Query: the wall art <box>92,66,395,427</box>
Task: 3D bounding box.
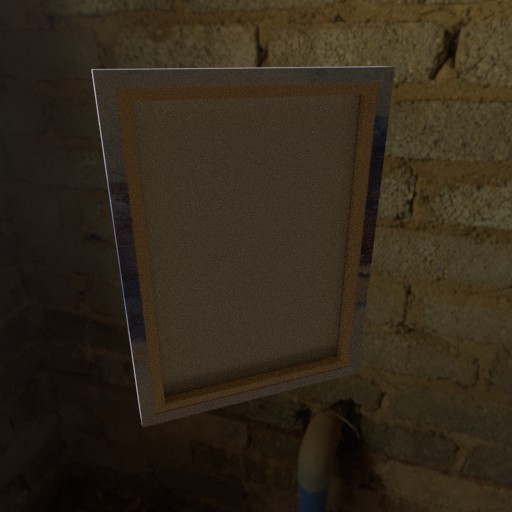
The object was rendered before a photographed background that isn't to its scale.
[{"bbox_3d":[0.000,0.000,0.743,0.437,0.581,0.036,-8,26,-18],"label":"wall art"}]
